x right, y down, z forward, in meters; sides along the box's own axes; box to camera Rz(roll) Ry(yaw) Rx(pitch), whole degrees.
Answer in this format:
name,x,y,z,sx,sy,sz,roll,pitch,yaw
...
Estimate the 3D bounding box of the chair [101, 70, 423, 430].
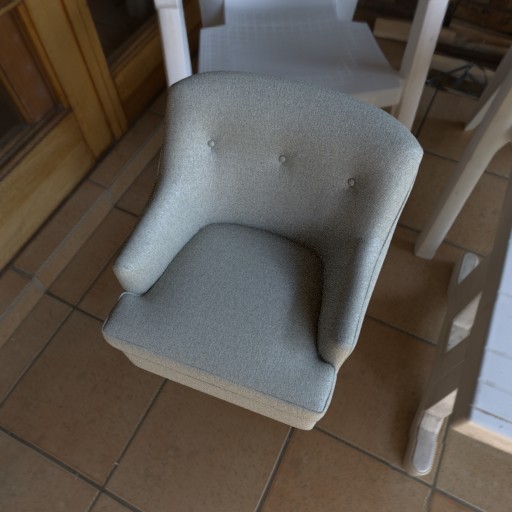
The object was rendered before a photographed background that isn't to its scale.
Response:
name,x,y,z,sx,sy,sz,roll,pitch,yaw
chair,0.000,0.000,1.591,0.864,0.856,0.923,18,61,10
